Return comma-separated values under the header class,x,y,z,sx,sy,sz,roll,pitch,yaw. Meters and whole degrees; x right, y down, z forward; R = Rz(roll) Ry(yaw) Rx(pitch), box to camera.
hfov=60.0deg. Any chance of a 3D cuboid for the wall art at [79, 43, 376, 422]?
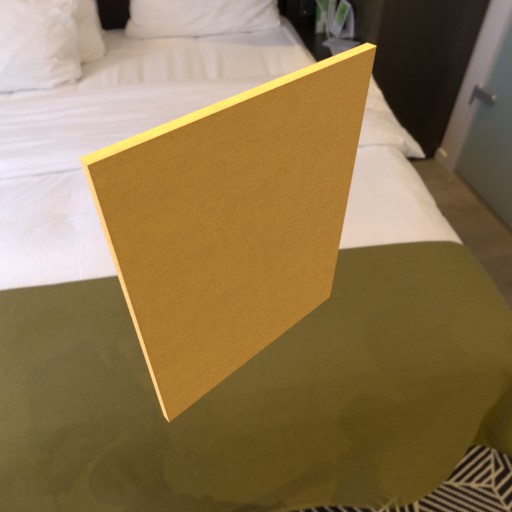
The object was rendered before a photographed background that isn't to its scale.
class,x,y,z,sx,sy,sz,roll,pitch,yaw
wall art,0.000,0.000,1.304,0.798,1.002,0.030,-33,54,-28
